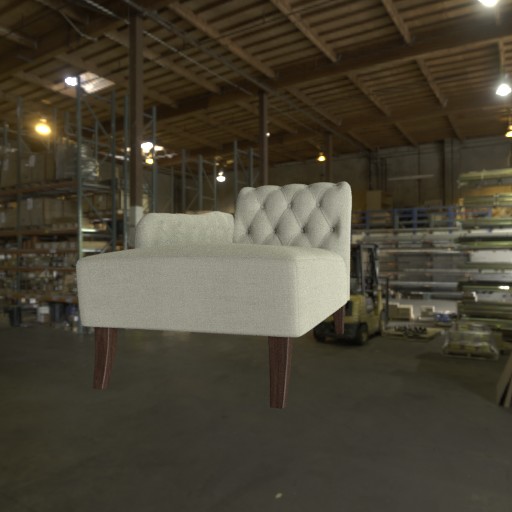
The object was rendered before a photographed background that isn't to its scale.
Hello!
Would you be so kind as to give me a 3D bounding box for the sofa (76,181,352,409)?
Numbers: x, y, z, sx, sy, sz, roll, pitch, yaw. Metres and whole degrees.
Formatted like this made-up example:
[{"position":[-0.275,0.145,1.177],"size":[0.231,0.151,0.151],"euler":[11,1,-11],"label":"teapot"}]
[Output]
[{"position":[0.000,0.000,1.836],"size":[0.675,0.787,1.379],"euler":[0,-1,18],"label":"sofa"}]
